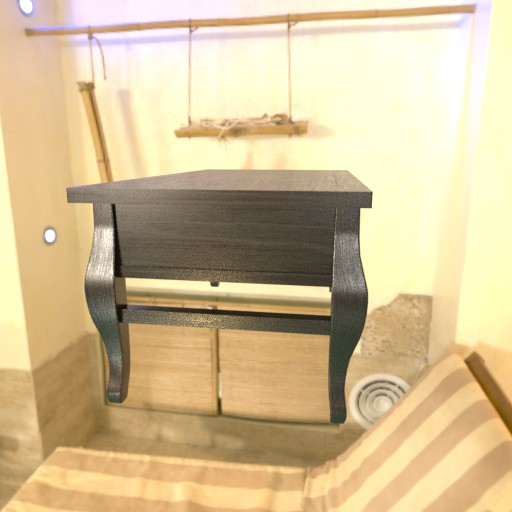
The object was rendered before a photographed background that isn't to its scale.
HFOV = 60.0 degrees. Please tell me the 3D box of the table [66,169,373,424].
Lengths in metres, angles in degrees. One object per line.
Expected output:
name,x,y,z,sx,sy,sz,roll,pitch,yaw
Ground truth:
table,0.000,0.000,1.387,0.600,0.494,1.062,2,13,9
